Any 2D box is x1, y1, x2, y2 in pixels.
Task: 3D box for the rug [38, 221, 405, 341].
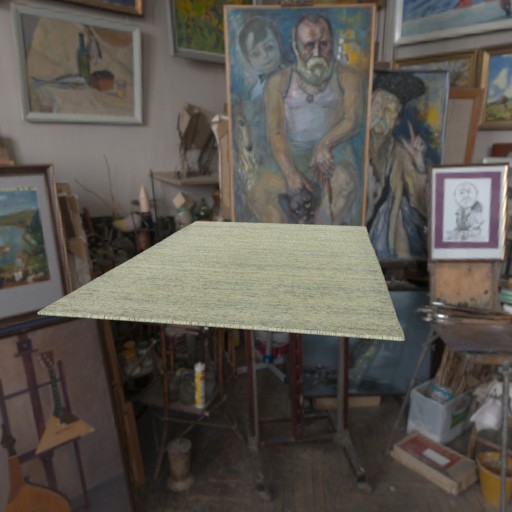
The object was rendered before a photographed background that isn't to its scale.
[{"bbox_3d":[0.000,0.000,2.321,1.243,0.014,1.846,3,15,10],"label":"rug"}]
